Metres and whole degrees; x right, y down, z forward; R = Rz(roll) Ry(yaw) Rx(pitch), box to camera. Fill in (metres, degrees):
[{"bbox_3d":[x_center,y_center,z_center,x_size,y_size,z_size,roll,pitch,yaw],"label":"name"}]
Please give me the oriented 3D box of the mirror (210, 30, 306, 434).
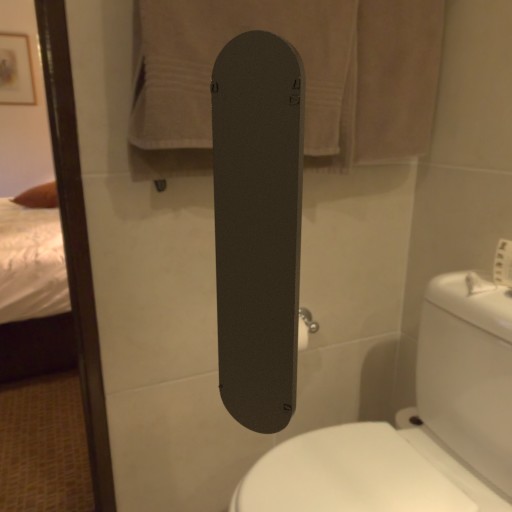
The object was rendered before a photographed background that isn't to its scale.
[{"bbox_3d":[0.000,0.000,1.077,0.222,0.991,0.032,9,19,28],"label":"mirror"}]
